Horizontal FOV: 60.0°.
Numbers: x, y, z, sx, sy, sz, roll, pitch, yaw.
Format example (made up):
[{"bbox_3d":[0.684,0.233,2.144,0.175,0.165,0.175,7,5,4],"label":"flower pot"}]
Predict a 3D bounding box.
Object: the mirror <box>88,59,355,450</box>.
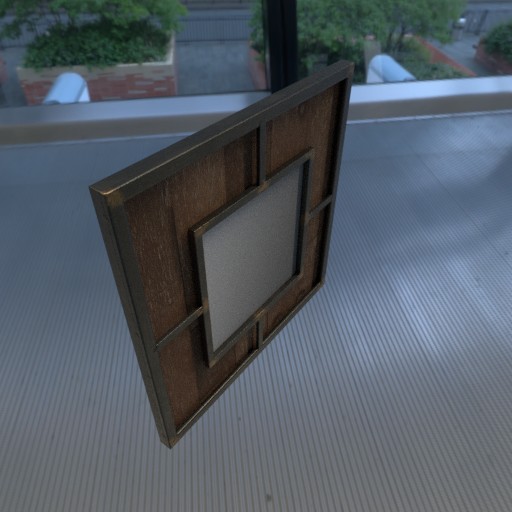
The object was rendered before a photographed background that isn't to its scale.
[{"bbox_3d":[0.000,0.000,0.560,0.020,0.381,0.382,26,47,28],"label":"mirror"}]
